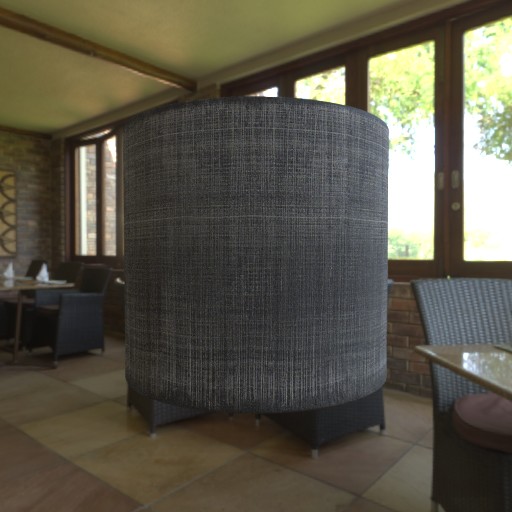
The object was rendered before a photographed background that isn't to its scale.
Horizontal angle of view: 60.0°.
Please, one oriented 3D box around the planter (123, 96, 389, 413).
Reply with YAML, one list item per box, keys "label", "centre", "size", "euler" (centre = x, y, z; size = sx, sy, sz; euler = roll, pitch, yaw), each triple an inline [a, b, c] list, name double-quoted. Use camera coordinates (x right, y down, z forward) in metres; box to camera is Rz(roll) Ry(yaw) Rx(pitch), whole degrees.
- label: "planter"
  centre: [0.000, 0.000, 0.385]
  size: [0.221, 0.201, 0.221]
  euler: [0, 1, 0]
